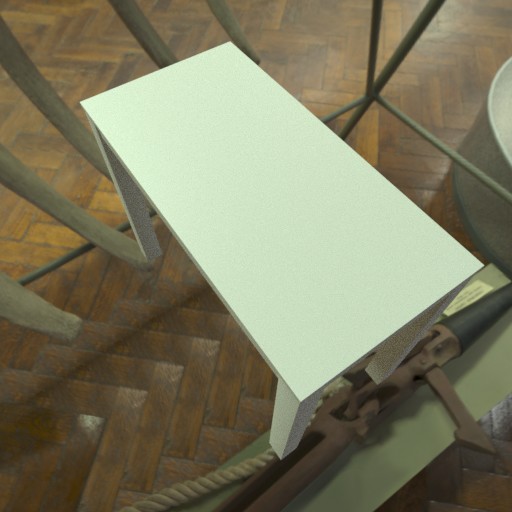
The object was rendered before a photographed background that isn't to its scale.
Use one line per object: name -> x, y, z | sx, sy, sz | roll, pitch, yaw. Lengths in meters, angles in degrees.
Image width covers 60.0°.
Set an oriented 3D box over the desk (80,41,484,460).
desk -> 0.000, 0.000, 1.407 | 0.497, 0.762, 0.990 | -31, 63, -18
